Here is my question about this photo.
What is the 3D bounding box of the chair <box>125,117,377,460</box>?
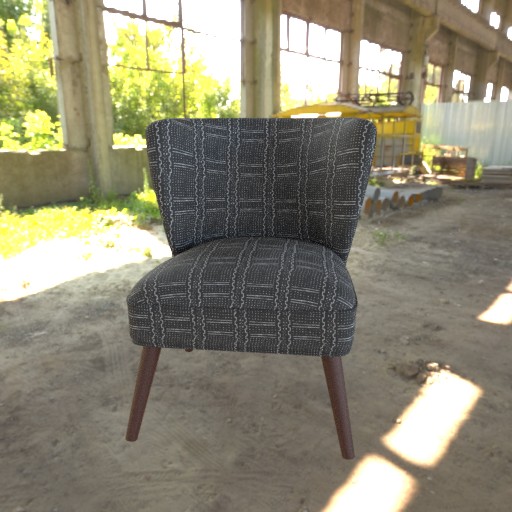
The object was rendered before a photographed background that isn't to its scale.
[{"bbox_3d":[0.000,0.000,1.407,0.710,0.866,0.758,2,15,7],"label":"chair"}]
